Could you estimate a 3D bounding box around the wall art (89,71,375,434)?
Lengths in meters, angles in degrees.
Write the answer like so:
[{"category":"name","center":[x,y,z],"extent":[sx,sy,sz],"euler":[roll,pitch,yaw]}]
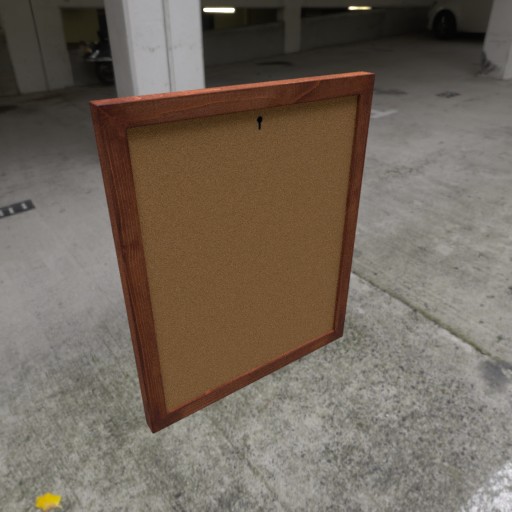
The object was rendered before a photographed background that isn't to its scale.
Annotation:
[{"category":"wall art","center":[0.000,0.000,0.766],"extent":[0.462,0.558,0.030],"euler":[-19,35,-30]}]
